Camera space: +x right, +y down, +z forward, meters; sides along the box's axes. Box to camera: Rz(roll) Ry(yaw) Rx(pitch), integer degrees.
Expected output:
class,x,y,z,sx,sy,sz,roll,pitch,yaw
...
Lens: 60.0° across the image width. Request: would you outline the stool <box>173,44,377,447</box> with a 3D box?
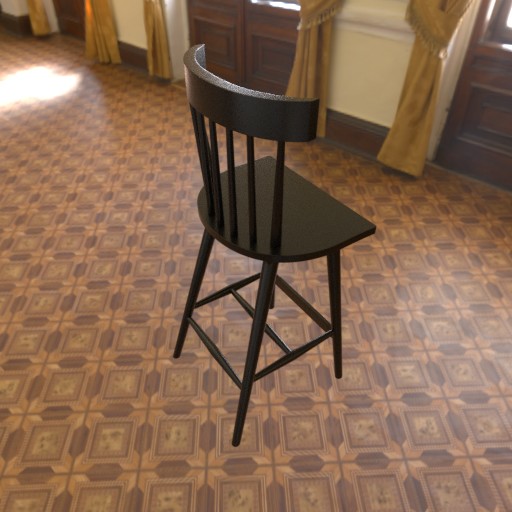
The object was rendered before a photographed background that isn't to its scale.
class,x,y,z,sx,sy,sz,roll,pitch,yaw
stool,0.000,0.000,1.329,0.483,1.092,0.482,-24,46,-26
